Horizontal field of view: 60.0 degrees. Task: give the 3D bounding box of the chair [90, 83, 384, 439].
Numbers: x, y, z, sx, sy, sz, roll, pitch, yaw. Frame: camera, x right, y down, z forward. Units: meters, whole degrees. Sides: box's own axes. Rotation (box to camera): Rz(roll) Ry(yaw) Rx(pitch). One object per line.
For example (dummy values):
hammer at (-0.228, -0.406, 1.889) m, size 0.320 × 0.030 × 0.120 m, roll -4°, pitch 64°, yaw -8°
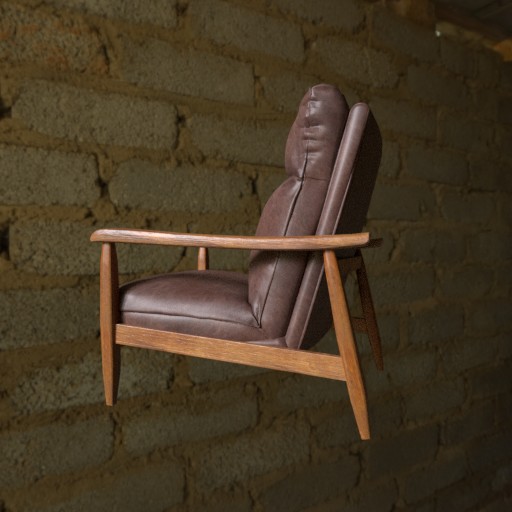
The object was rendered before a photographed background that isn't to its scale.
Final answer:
chair at (0.000, 0.000, 1.530) m, size 0.830 × 0.897 × 0.782 m, roll 0°, pitch 1°, yaw 19°
